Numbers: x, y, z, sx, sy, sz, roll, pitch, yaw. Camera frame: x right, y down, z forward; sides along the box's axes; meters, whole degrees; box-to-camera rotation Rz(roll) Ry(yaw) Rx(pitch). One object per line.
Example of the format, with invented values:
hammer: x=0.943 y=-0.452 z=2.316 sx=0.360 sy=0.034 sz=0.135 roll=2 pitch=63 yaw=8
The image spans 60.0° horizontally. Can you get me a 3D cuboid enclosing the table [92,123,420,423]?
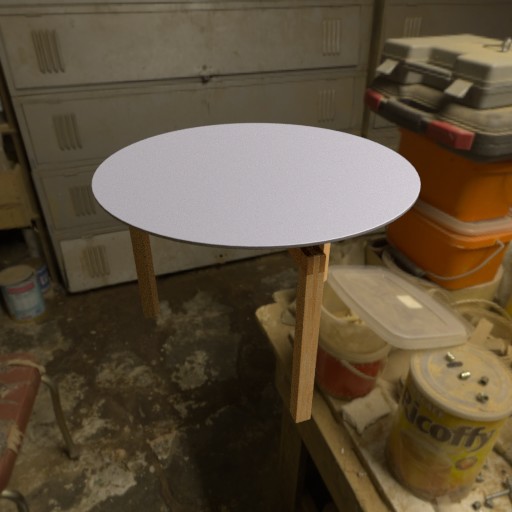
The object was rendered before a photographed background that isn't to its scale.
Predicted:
table: x=0.000 y=0.000 z=0.954 sx=0.600 sy=0.405 sz=0.600 roll=0 pitch=32 yaw=0
